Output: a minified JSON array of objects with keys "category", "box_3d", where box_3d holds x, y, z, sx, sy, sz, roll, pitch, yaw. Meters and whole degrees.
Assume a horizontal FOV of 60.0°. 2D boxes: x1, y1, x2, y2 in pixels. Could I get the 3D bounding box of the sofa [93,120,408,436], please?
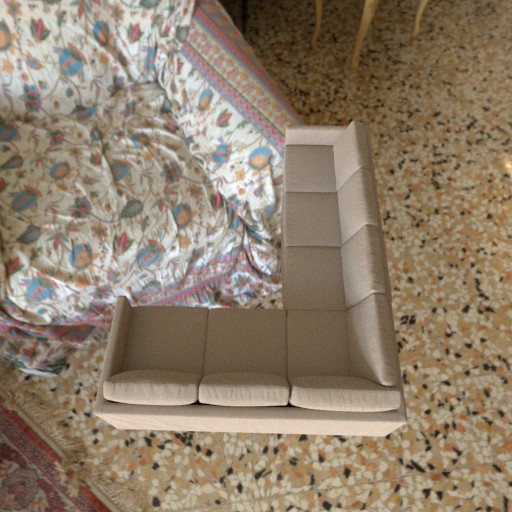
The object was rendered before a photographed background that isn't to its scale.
[{"category":"sofa","box_3d":[0.000,0.000,4.394,2.432,0.871,3.182,1,59,1]}]
